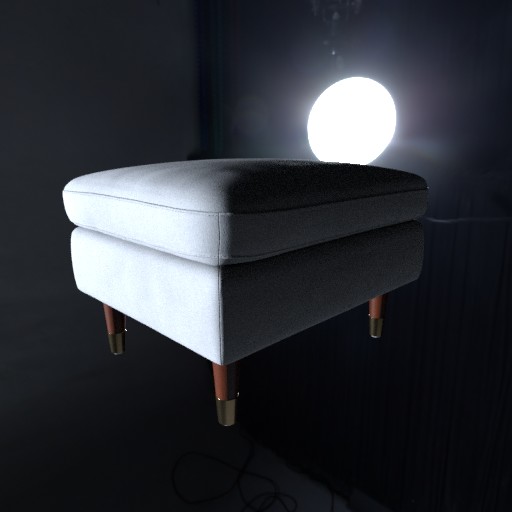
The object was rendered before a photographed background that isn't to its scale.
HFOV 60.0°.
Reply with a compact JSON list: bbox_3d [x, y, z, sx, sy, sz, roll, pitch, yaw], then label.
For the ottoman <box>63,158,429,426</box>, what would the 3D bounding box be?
[{"bbox_3d":[0.000,0.000,1.120,0.593,0.478,0.747,14,20,43],"label":"ottoman"}]
